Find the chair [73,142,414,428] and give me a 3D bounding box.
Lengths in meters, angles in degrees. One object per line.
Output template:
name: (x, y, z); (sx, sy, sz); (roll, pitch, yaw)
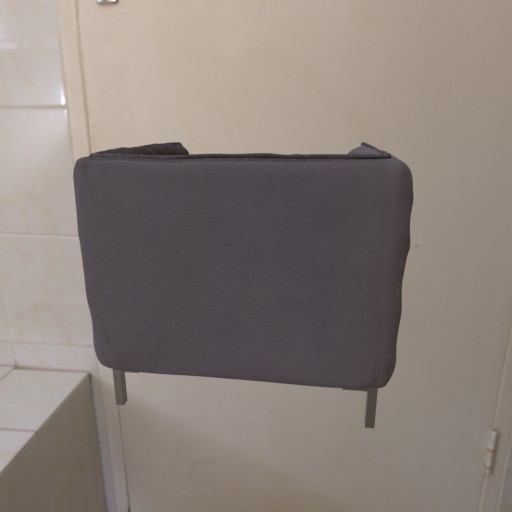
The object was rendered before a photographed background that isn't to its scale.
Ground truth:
chair: (0.000, 0.000, 1.660); (0.946, 0.807, 0.913); (2, 17, 8)
